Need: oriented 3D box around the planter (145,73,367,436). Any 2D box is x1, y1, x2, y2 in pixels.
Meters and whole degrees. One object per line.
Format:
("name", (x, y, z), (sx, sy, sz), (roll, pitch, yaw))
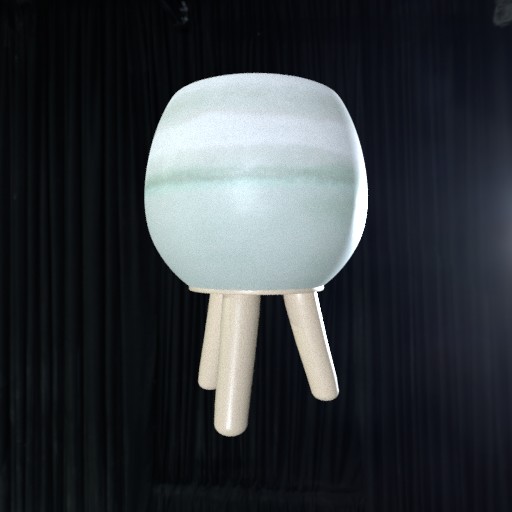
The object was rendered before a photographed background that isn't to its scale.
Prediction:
("planter", (0.000, 0.000, 0.331), (0.161, 0.224, 0.161), (0, 0, 0))
